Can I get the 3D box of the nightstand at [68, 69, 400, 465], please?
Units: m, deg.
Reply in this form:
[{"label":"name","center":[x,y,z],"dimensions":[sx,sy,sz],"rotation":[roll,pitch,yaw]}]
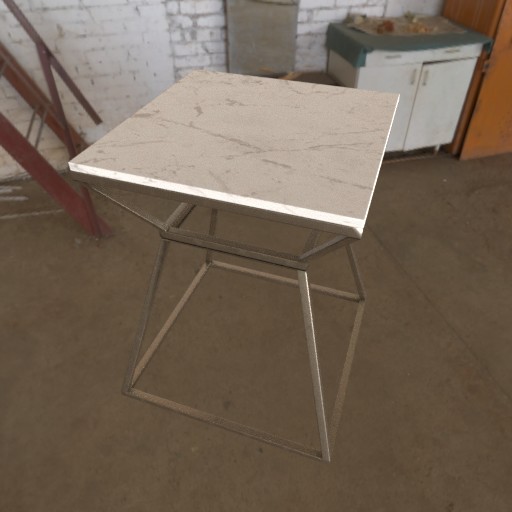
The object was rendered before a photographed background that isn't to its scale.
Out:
[{"label":"nightstand","center":[0.000,0.000,0.882],"dimensions":[0.455,0.554,0.455],"rotation":[13,43,14]}]
